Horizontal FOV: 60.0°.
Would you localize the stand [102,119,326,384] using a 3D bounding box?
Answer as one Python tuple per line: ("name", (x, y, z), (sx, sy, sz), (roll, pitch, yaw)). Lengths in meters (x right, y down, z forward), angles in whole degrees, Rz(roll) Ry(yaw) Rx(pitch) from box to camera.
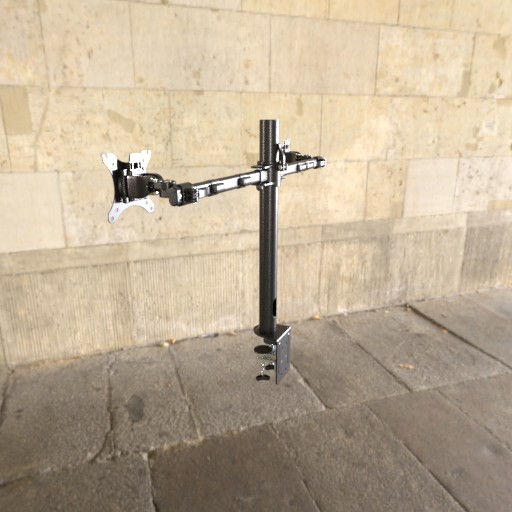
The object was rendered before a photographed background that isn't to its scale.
("stand", (0.000, 0.000, 1.026), (0.150, 0.603, 0.743), (8, 19, 25))
